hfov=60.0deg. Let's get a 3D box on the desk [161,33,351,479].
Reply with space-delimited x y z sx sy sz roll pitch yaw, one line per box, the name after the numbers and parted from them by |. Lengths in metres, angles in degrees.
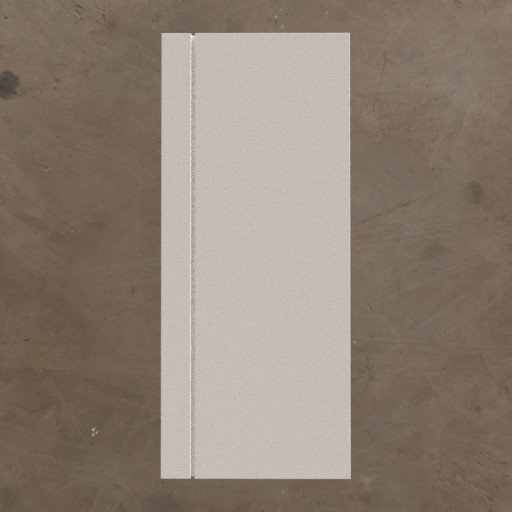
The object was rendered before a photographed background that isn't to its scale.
0.000 0.000 1.950 0.670 0.760 1.580 0 90 0 | desk
